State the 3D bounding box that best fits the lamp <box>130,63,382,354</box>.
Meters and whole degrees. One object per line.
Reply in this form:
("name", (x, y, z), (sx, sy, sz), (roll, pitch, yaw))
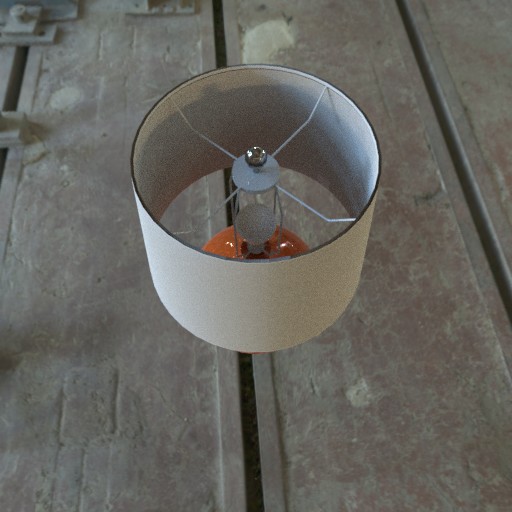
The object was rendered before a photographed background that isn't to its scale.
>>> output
("lamp", (0.000, 0.000, 0.536), (0.247, 0.387, 0.247), (0, 63, 0))
